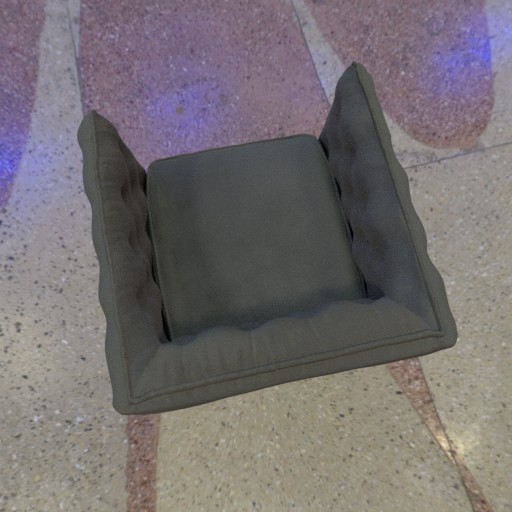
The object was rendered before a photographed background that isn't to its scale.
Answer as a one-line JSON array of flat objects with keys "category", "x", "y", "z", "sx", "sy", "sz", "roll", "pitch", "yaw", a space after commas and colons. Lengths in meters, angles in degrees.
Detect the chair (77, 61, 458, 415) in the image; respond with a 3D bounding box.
[{"category": "chair", "x": 0.000, "y": 0.000, "z": 1.586, "sx": 0.946, "sy": 0.807, "sz": 0.913, "roll": -11, "pitch": 74, "yaw": -3}]
